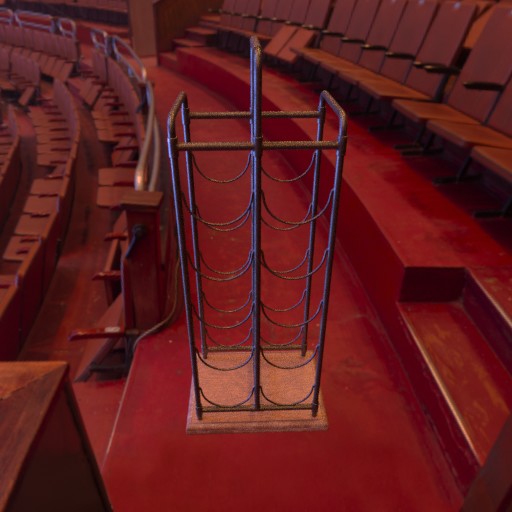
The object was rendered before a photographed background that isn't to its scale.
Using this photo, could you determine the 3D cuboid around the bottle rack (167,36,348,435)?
[{"bbox_3d":[0.000,0.000,0.774,0.276,0.680,0.208,-1,31,-2],"label":"bottle rack"}]
